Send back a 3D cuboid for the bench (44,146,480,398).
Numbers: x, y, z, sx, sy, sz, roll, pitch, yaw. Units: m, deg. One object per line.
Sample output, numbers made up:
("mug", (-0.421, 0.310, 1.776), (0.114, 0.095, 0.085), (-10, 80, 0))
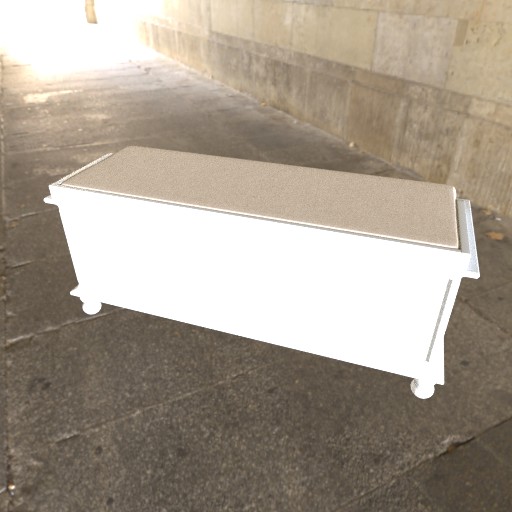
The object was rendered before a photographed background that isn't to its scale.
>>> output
("bench", (0.000, 0.000, 1.406), (1.185, 0.486, 0.402), (11, 34, 16))
